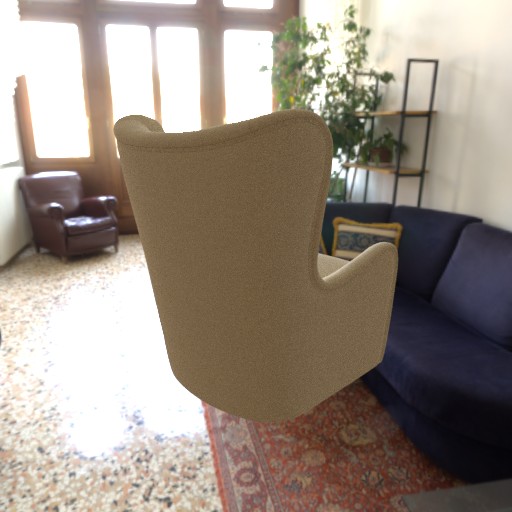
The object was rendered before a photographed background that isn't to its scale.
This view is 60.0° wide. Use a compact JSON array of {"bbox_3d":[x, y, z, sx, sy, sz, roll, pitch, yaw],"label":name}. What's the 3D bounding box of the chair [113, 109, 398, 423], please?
[{"bbox_3d":[0.000,0.000,1.762,0.831,1.079,0.929,14,22,40],"label":"chair"}]
